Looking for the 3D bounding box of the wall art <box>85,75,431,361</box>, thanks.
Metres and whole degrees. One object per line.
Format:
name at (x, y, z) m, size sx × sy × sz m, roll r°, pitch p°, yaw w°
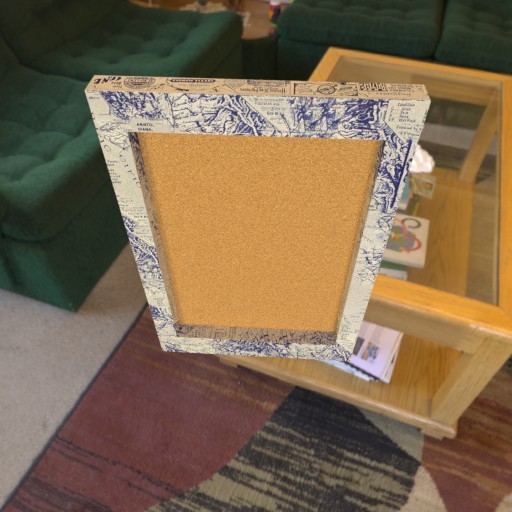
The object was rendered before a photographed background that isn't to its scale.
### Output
wall art at (0.000, 0.000, 0.754) m, size 0.408 × 0.601 × 0.040 m, roll 3°, pitch 48°, yaw 2°
